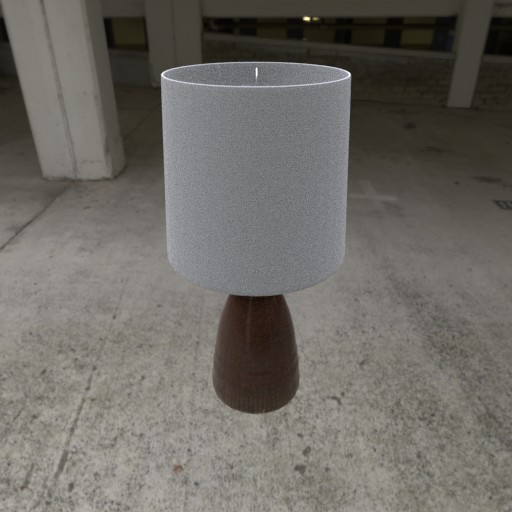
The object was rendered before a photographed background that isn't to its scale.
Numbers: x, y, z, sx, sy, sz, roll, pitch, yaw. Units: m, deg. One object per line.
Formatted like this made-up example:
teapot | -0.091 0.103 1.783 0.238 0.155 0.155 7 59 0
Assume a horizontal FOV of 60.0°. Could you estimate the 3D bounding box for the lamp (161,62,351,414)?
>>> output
lamp | 0.000 0.000 0.479 0.186 0.369 0.186 0 29 0
